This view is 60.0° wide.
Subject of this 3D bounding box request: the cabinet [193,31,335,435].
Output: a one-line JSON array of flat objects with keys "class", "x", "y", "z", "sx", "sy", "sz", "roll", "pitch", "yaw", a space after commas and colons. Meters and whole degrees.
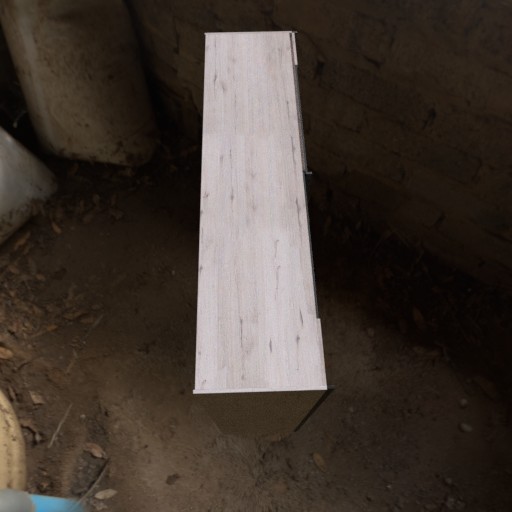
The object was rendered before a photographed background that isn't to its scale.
[{"class": "cabinet", "x": 0.000, "y": 0.000, "z": 3.592, "sx": 0.660, "sy": 2.180, "sz": 2.500, "roll": -2, "pitch": 63, "yaw": -1}]
